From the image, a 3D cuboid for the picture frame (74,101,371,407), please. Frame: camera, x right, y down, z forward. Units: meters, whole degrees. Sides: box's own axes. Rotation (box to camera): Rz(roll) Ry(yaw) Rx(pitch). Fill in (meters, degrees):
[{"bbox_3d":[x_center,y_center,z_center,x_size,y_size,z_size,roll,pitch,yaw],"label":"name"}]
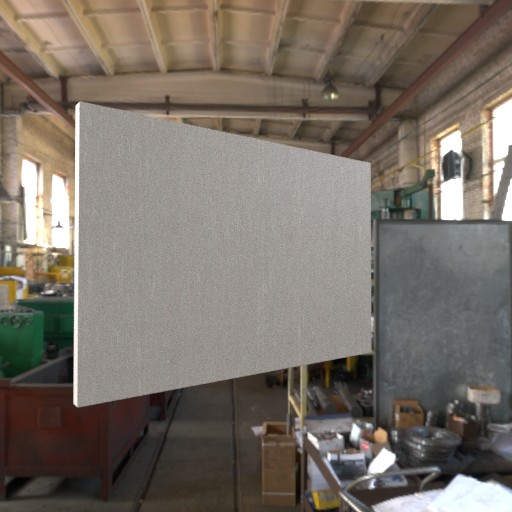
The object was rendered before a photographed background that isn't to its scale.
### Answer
[{"bbox_3d":[0.000,0.000,1.223,0.950,0.640,0.029,1,-1,-37],"label":"picture frame"}]
